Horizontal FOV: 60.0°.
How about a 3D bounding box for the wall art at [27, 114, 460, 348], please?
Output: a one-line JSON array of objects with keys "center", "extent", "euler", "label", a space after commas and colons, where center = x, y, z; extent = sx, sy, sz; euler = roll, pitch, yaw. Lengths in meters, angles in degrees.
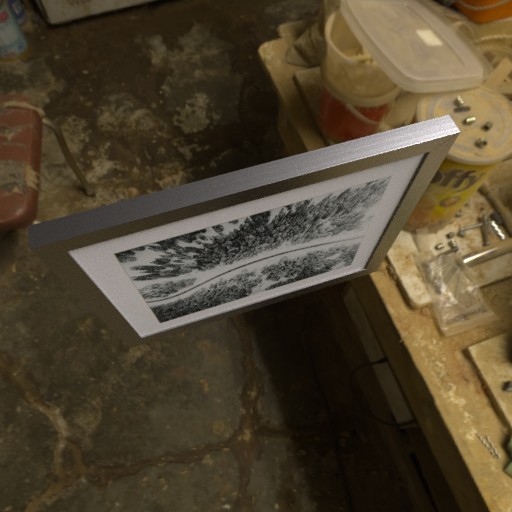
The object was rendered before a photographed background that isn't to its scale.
[{"center": [0.000, 0.000, 0.758], "extent": [0.557, 0.456, 0.032], "euler": [-16, 65, -8], "label": "wall art"}]
